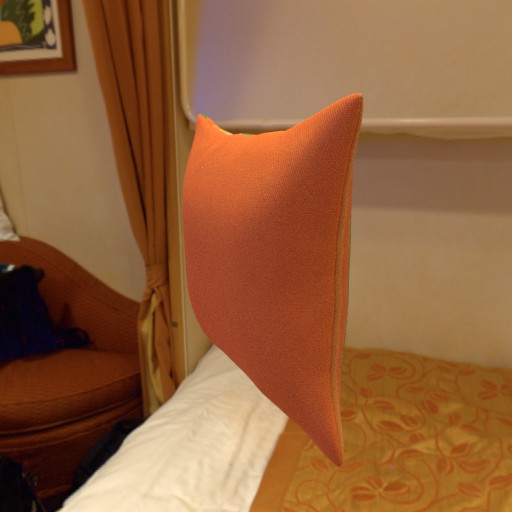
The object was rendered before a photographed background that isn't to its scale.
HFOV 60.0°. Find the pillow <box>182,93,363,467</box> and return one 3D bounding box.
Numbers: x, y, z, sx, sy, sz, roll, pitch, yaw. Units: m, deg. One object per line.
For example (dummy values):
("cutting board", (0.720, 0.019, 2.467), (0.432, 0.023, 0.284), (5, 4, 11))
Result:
("pillow", (0.000, 0.000, 0.692), (0.169, 0.444, 0.453), (-8, 16, -27))
